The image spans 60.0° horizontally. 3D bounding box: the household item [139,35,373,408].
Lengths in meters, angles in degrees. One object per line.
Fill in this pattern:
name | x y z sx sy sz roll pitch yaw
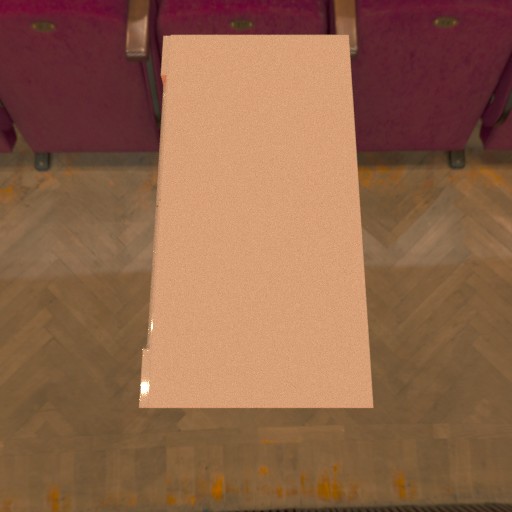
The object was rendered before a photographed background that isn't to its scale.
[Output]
household item | 0.000 0.000 1.317 0.420 0.870 0.800 0 75 0
